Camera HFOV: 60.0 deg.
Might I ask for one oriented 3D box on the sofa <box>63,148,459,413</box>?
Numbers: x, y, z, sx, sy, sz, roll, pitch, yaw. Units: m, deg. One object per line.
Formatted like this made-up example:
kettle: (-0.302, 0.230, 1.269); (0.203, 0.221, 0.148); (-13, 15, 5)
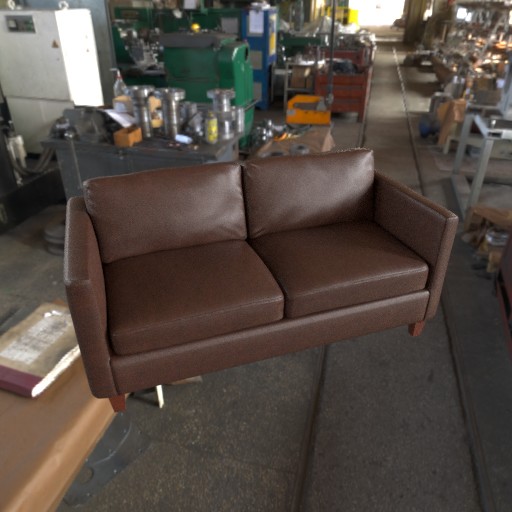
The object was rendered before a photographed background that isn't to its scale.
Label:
sofa: (0.000, 0.000, 2.462); (1.883, 0.933, 0.951); (-10, 31, -17)
